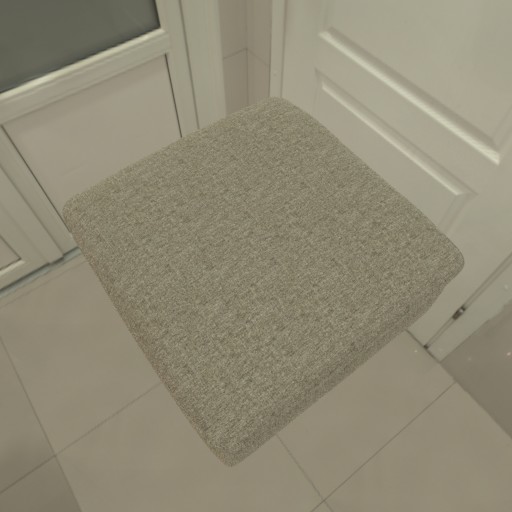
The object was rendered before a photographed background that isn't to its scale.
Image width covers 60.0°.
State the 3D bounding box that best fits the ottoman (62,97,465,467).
[{"bbox_3d":[0.000,0.000,1.638,1.035,0.526,1.039,-33,64,-18],"label":"ottoman"}]
